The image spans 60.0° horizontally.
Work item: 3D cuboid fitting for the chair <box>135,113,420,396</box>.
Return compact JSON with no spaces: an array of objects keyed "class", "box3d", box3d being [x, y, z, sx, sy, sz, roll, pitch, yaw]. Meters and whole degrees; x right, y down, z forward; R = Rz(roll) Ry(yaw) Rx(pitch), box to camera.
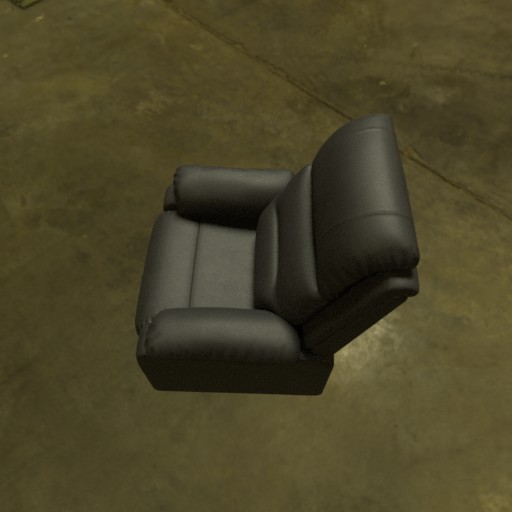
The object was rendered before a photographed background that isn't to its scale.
[{"class":"chair","box3d":[0.000,0.000,1.690,0.919,0.992,0.855,1,57,1]}]
